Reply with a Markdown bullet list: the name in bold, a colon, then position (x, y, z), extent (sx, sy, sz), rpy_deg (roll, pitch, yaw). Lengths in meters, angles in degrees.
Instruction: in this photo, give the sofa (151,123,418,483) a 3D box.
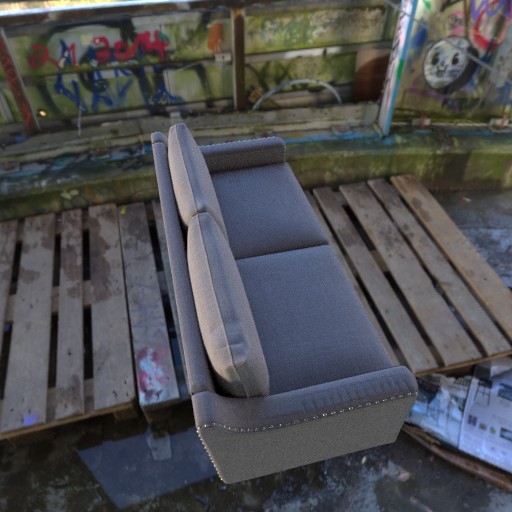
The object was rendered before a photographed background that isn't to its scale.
- **sofa**: position (0.000, 0.000, 2.669), extent (1.000, 0.857, 2.208), rpy_deg (-10, 46, -10)
